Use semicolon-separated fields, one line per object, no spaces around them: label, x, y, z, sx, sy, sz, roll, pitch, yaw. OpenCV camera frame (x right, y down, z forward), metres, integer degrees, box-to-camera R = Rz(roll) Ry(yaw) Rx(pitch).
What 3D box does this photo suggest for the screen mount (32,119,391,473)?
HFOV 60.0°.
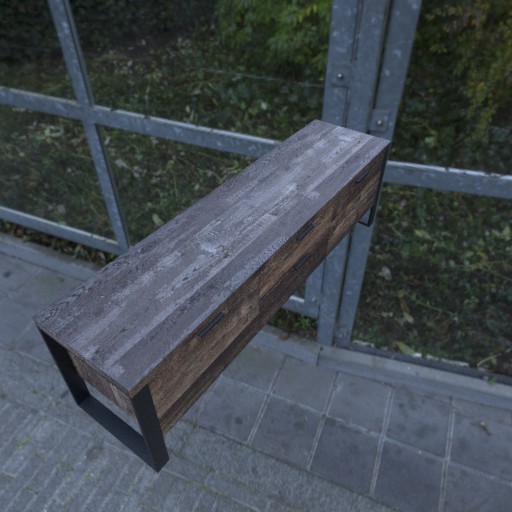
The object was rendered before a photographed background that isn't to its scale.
screen mount;0.000;0.000;1.723;0.395;0.450;1.524;25;47;26
